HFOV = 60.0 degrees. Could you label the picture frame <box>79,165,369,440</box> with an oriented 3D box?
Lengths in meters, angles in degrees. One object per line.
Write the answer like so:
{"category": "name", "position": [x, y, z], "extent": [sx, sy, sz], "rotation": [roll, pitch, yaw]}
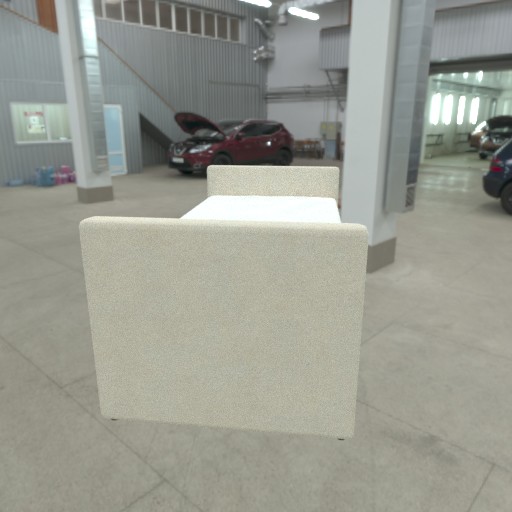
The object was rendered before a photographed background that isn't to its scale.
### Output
{"category": "picture frame", "position": [0.000, 0.000, 2.731], "extent": [1.069, 0.891, 2.161], "rotation": [2, 17, 7]}
